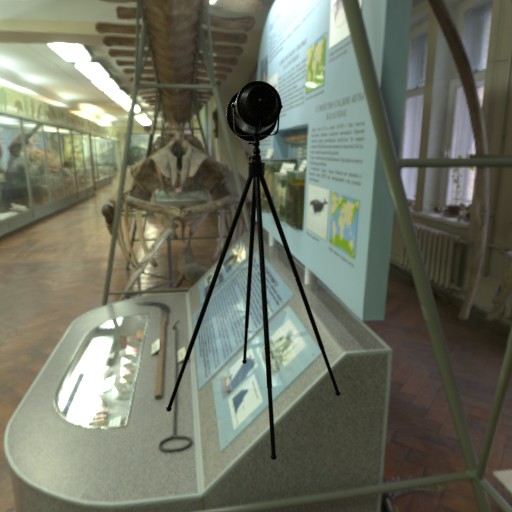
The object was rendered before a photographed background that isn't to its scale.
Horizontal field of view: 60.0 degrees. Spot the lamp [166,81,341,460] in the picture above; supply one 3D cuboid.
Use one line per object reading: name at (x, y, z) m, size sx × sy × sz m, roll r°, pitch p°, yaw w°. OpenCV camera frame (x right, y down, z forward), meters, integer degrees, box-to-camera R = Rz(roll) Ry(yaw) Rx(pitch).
lamp at (0.000, 0.000, 2.048) m, size 0.879 × 1.504 × 0.884 m, roll -2°, pitch 13°, yaw -9°
